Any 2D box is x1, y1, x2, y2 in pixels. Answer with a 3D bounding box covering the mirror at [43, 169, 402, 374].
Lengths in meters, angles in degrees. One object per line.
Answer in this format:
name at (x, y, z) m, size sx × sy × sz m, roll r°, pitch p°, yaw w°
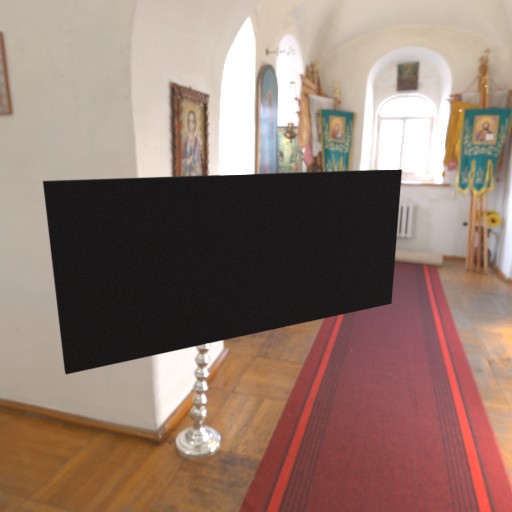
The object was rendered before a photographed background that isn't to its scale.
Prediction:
mirror at (0.000, 0.000, 1.899) m, size 1.584 × 0.692 × 0.047 m, roll -7°, pitch 16°, yaw -27°
